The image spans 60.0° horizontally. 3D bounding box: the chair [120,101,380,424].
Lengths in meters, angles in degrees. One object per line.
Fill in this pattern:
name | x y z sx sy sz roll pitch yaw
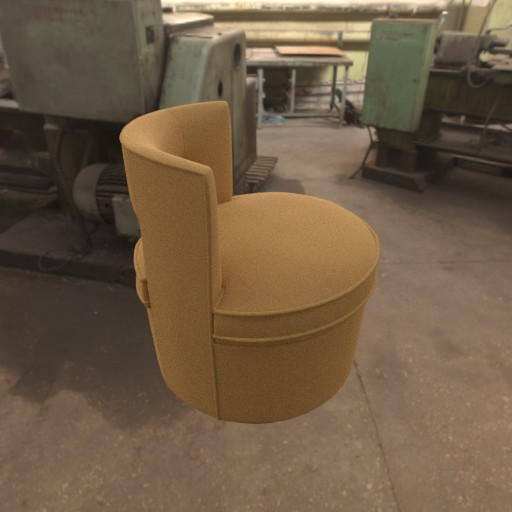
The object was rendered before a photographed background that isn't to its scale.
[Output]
chair | 0.000 0.000 1.234 0.665 0.723 0.650 0 31 0
